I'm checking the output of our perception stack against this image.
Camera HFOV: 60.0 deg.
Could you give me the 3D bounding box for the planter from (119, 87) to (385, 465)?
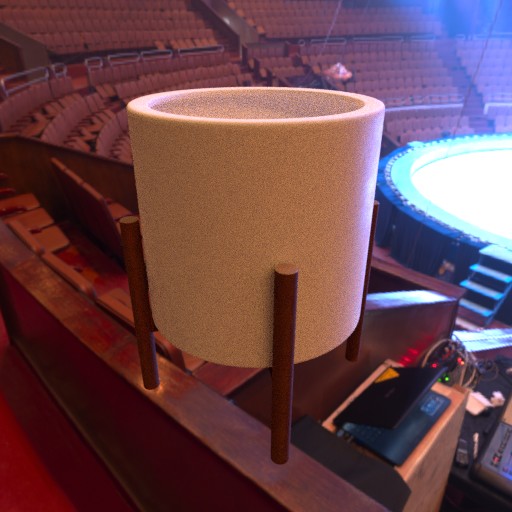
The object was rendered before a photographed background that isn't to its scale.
[{"bbox_3d":[0.000,0.000,0.869,0.421,0.581,0.420,18,32,32],"label":"planter"}]
